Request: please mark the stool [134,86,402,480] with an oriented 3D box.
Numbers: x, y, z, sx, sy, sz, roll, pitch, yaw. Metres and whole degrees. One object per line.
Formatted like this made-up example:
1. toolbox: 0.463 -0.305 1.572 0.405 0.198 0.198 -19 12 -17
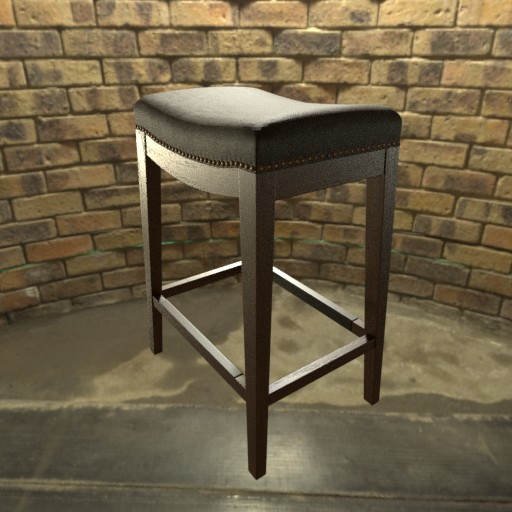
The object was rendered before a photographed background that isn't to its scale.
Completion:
1. stool: 0.000 0.000 0.972 0.353 0.664 0.490 -18 31 -32
